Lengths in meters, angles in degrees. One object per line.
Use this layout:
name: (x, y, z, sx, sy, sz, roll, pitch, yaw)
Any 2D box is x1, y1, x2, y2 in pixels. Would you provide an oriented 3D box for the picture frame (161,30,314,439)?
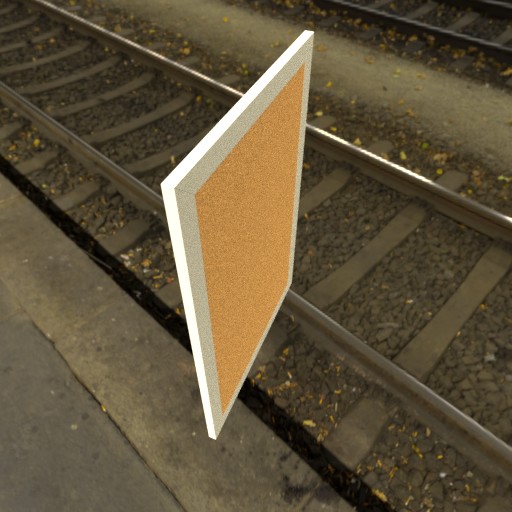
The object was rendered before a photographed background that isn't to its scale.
picture frame: (0.000, 0.000, 0.588, 0.011, 0.459, 0.326, 17, 49, 16)
